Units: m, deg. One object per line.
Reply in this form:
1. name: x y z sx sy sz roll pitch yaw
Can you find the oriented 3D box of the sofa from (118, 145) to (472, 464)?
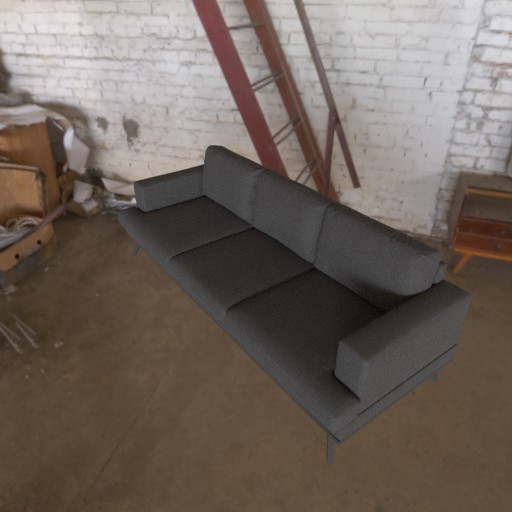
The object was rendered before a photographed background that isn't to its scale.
1. sofa: 0.000 0.000 2.773 0.920 0.810 2.310 -22 38 -30
